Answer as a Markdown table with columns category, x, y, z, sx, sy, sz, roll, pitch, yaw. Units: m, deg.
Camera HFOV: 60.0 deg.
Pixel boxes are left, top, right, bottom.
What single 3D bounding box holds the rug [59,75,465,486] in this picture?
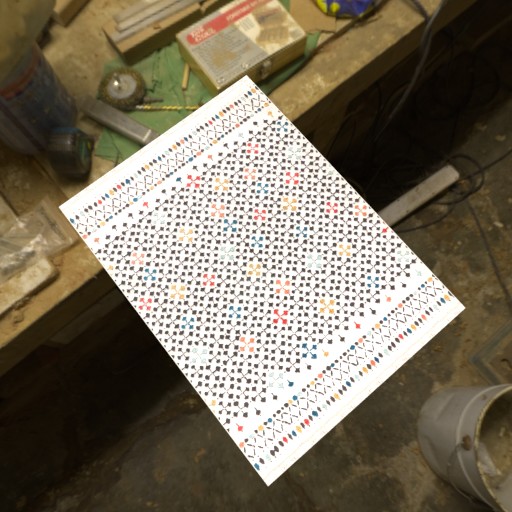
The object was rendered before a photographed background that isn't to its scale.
| category | x | y | z | sx | sy | sz | roll | pitch | yaw |
| --- | --- | --- | --- | --- | --- | --- | --- | --- | --- |
| rug | 0.000 | 0.000 | 4.193 | 2.354 | 0.007 | 3.196 | -38 | 78 | -9 |
